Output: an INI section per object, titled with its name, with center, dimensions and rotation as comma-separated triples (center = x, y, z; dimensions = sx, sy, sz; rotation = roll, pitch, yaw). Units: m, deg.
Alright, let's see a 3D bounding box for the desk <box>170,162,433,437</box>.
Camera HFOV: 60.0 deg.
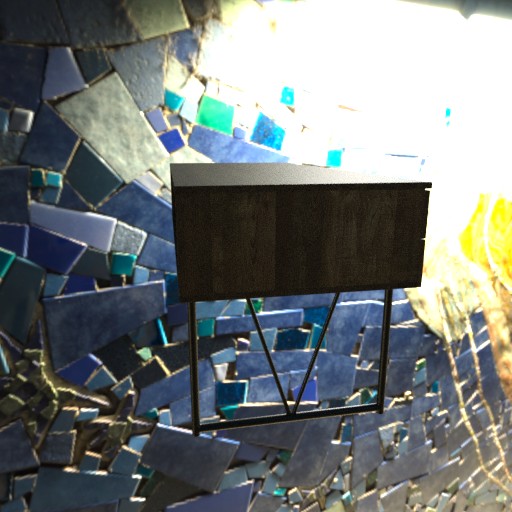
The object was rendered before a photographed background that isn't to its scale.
[desk]
center = 0.000, 0.000, 2.027
dimensions = 0.730, 0.780, 1.600
rotation = -3, 14, -11
